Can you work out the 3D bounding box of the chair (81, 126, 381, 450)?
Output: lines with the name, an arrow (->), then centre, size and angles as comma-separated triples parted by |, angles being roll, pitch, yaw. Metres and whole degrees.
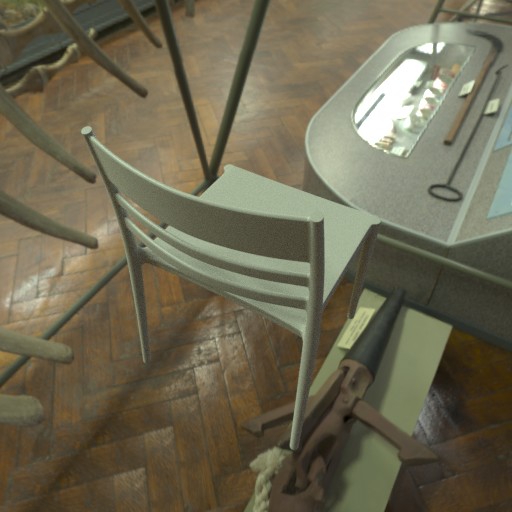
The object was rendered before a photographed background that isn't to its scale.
chair -> 0.000, 0.000, 1.122 | 0.531, 0.800, 0.511 | 23, 51, 20
